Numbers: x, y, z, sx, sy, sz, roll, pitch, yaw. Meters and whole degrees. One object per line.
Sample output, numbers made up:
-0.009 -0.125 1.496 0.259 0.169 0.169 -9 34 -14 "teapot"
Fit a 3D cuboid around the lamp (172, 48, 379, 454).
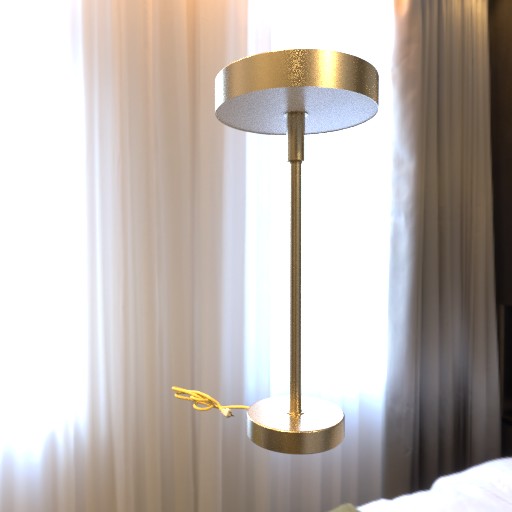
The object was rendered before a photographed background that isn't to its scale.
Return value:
0.000 0.000 0.677 0.369 0.508 0.229 1 1 36 "lamp"
